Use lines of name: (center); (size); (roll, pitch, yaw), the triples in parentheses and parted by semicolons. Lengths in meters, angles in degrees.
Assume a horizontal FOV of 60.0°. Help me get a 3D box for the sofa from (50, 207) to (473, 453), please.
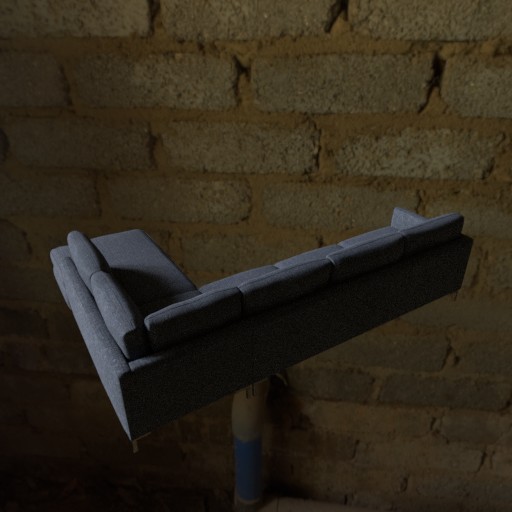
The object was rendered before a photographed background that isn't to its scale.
sofa: (0.000, 0.000, 3.724); (2.949, 0.815, 2.007); (-17, 33, -27)
